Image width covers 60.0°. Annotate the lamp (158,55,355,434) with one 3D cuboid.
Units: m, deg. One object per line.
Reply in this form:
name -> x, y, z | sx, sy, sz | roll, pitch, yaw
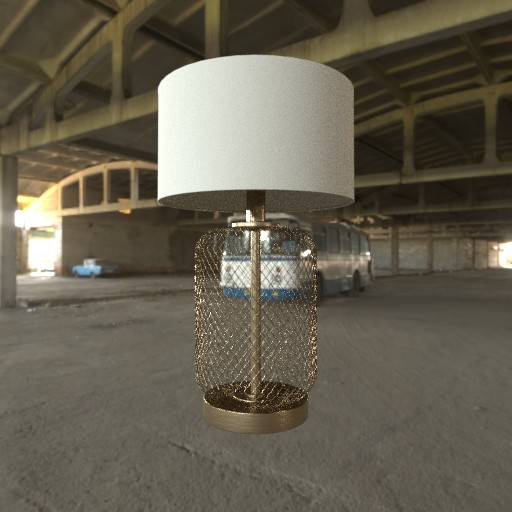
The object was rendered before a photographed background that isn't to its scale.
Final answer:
lamp -> 0.000, 0.000, 0.813 | 0.353, 0.578, 0.353 | 0, 0, 0
